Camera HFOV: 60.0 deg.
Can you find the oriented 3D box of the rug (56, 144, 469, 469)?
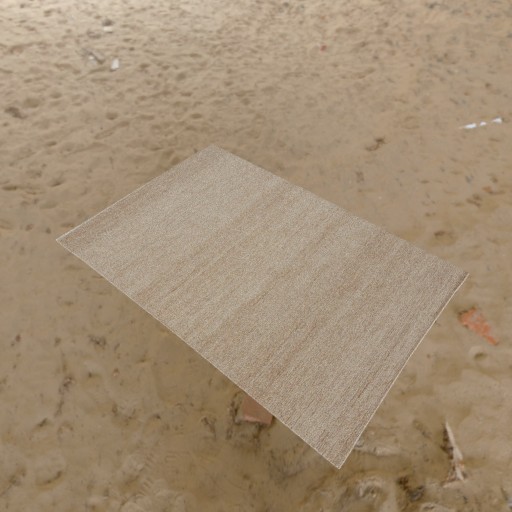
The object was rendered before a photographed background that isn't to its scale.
[{"bbox_3d":[0.000,0.000,2.989,2.346,0.029,1.574,32,55,26],"label":"rug"}]
